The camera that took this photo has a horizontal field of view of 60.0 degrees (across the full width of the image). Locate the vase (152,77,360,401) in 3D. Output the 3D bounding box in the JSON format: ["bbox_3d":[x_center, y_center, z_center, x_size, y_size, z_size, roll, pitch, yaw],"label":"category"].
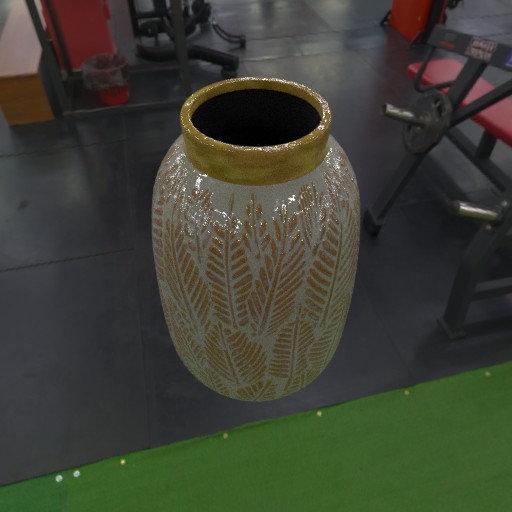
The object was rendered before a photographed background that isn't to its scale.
[{"bbox_3d":[0.000,0.000,0.379,0.172,0.270,0.172,0,46,0],"label":"vase"}]
